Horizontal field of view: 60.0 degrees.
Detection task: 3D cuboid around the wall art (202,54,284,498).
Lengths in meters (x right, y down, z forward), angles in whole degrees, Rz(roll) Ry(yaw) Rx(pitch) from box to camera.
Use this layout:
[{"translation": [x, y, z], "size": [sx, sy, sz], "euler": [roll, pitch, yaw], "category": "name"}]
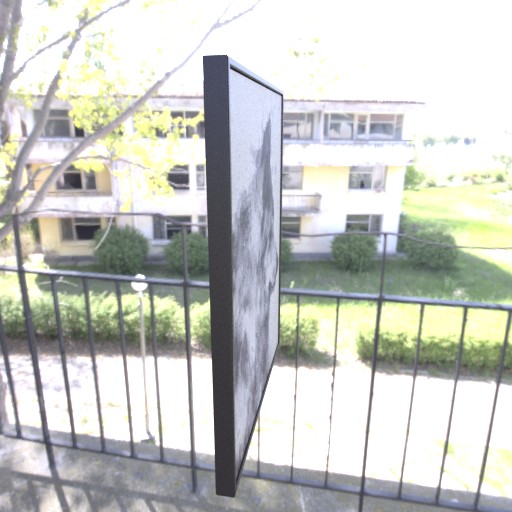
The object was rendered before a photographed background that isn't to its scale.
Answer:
[{"translation": [0.000, 0.000, 0.738], "size": [0.028, 0.551, 0.451], "euler": [3, 16, 10], "category": "wall art"}]
